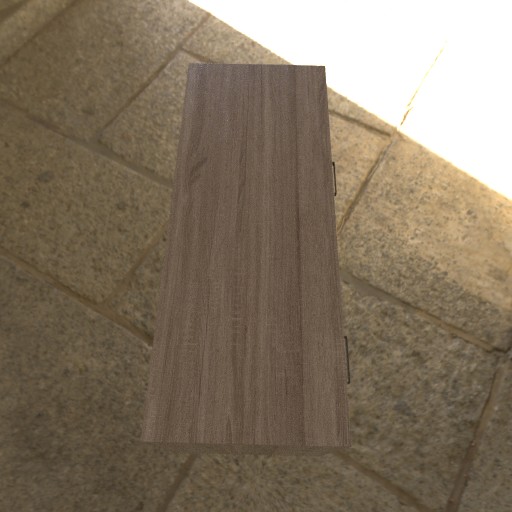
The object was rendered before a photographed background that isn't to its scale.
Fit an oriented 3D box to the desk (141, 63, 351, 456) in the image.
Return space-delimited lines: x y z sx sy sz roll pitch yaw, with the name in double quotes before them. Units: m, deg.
"desk" 0.000 0.000 2.111 0.690 0.760 1.700 1 64 1
